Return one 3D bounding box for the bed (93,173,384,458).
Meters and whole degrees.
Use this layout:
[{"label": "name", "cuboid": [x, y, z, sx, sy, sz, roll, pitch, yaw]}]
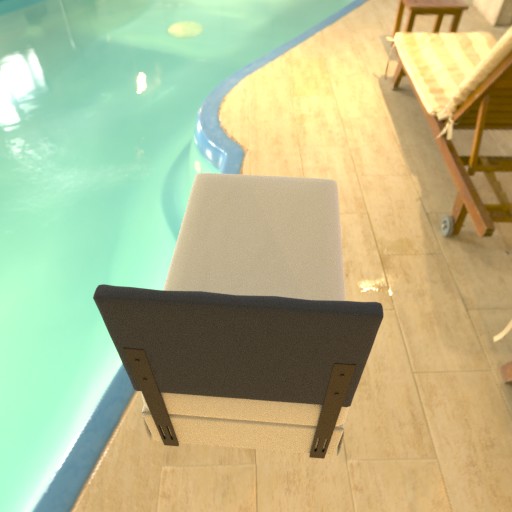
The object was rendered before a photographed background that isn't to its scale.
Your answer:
[{"label": "bed", "cuboid": [0.000, 0.000, 2.933, 1.261, 1.571, 1.997, 3, 48, 3]}]
